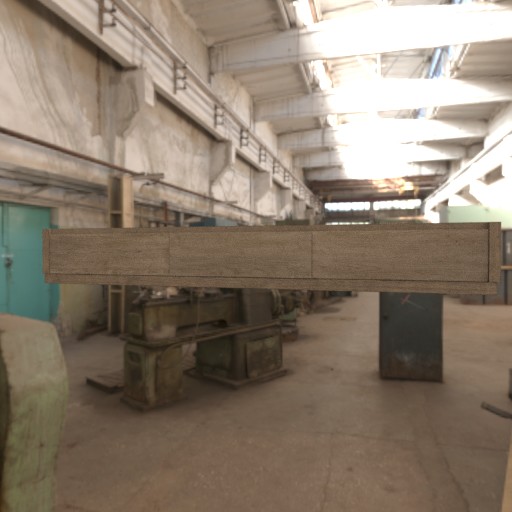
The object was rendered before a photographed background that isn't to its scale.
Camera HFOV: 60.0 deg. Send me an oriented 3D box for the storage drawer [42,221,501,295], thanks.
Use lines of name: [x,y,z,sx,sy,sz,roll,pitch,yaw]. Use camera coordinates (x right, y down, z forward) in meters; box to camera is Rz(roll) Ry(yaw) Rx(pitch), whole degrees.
storage drawer: [0.000,0.000,2.222,2.072,0.274,0.591,0,1,17]
